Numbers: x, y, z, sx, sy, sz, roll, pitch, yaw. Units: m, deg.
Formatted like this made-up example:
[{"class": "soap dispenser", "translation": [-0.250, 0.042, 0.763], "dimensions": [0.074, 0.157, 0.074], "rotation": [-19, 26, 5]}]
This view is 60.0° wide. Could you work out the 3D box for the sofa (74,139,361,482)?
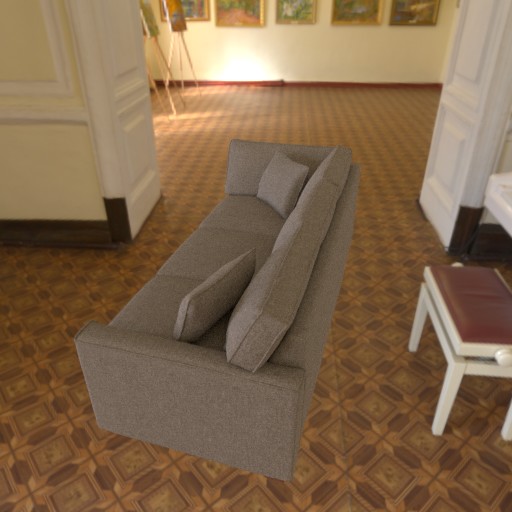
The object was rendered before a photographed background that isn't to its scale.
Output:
[{"class": "sofa", "translation": [0.000, 0.000, 2.817], "dimensions": [1.061, 0.962, 2.317], "rotation": [9, 32, 15]}]
